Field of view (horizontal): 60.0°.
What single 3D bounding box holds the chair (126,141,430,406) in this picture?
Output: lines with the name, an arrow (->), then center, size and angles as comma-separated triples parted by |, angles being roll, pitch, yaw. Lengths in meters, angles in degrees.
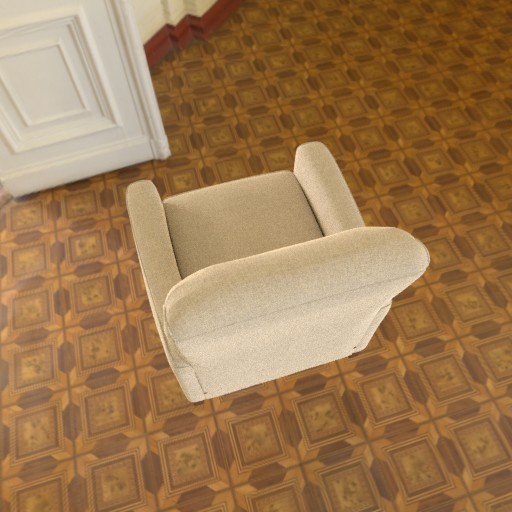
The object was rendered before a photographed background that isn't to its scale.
chair -> 0.000, 0.000, 1.668 | 0.845, 1.023, 0.859 | -15, 60, -9
